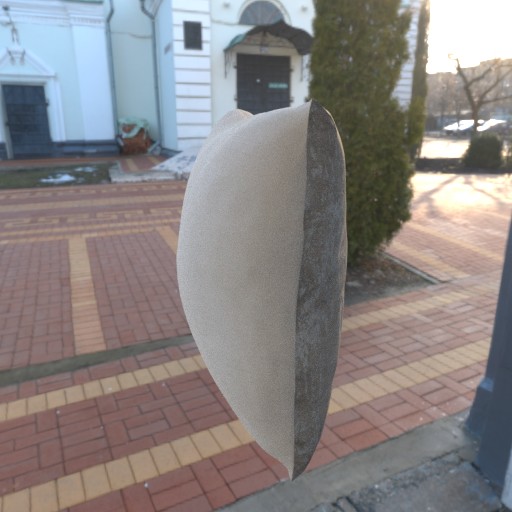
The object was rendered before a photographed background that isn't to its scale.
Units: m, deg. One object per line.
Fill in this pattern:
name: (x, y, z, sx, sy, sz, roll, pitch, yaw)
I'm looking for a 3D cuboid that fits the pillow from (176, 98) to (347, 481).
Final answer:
pillow: (0.000, 0.000, 0.691, 0.245, 0.448, 0.450, -3, 17, -10)
